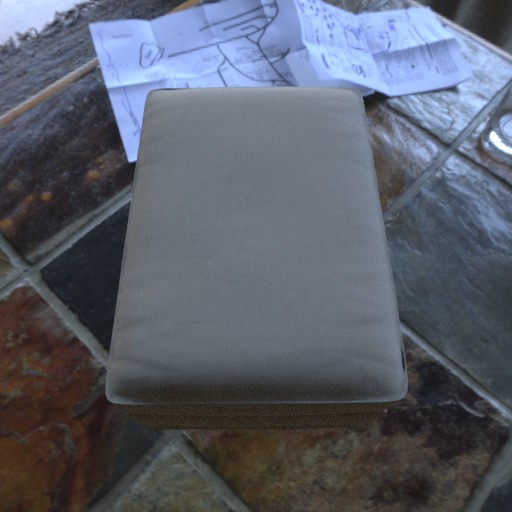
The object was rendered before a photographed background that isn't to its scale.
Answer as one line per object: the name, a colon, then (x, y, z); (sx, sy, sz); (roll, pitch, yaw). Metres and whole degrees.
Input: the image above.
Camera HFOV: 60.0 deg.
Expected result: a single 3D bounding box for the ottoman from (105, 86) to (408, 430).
ottoman: (0.000, 0.000, 1.188); (0.611, 0.482, 0.848); (0, 63, 0)
